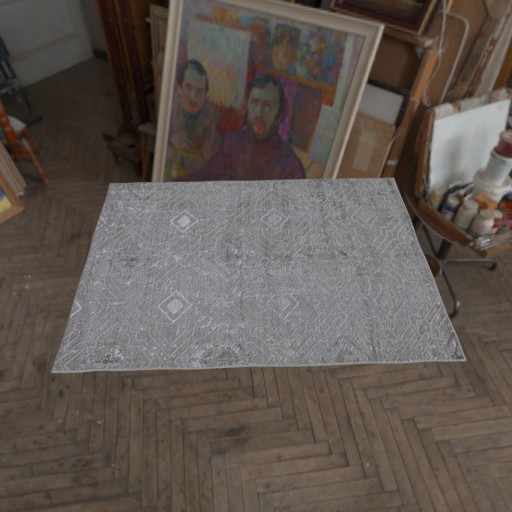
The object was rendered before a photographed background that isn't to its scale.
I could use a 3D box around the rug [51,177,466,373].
[{"bbox_3d":[0.000,0.000,4.401,3.359,0.020,2.448,-1,47,-1],"label":"rug"}]
